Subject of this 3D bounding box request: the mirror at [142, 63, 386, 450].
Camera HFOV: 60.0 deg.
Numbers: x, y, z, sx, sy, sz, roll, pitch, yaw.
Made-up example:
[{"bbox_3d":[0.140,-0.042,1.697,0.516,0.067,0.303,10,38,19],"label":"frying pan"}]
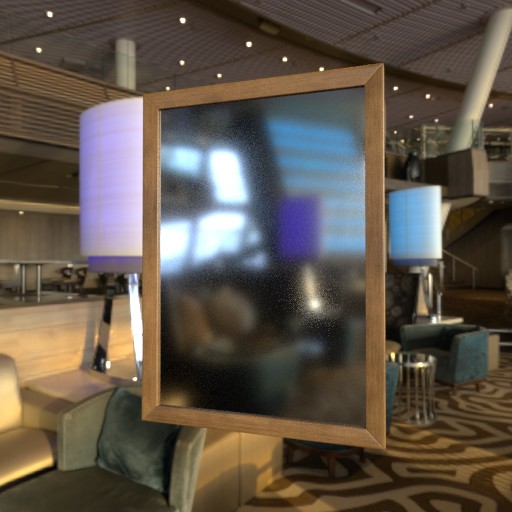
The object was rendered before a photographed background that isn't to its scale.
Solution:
[{"bbox_3d":[0.000,0.000,0.908,0.507,0.710,0.040,0,-1,17],"label":"mirror"}]
